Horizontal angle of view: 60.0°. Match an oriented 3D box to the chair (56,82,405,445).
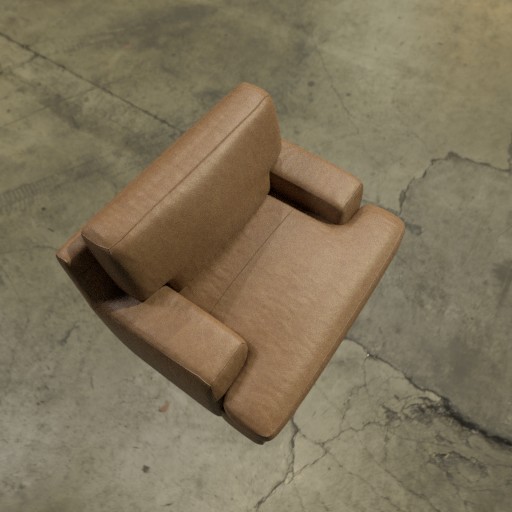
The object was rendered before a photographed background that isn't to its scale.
[{"bbox_3d":[0.000,0.000,2.048,1.050,0.978,1.276,31,64,17],"label":"chair"}]
